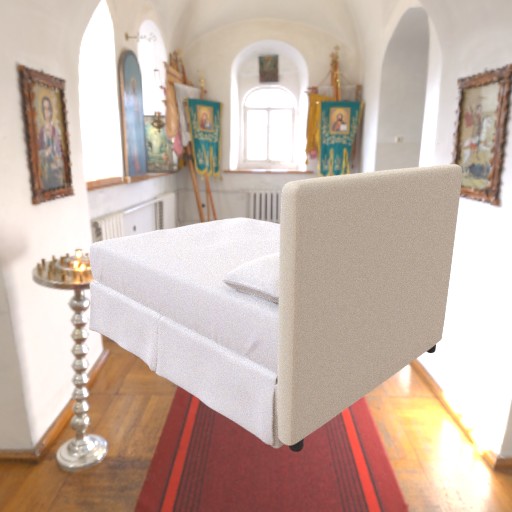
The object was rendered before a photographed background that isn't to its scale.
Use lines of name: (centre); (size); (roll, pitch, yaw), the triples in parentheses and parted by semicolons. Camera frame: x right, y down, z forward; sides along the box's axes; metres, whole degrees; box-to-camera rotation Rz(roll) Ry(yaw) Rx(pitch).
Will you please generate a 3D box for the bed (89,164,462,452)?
bed: (0.000, 0.000, 3.193); (1.714, 1.330, 2.147); (-14, 21, -42)
